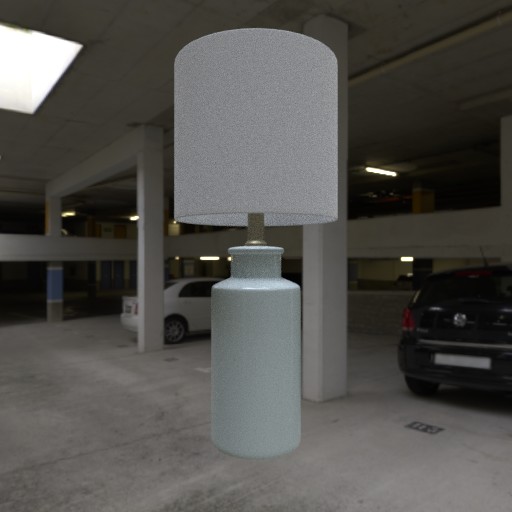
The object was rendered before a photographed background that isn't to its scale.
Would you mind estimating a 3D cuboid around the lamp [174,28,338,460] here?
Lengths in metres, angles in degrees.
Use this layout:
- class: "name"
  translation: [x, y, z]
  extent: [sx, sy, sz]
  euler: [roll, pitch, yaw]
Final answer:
- class: "lamp"
  translation: [0.000, 0.000, 0.585]
  extent: [0.212, 0.493, 0.212]
  euler: [0, 0, -37]
